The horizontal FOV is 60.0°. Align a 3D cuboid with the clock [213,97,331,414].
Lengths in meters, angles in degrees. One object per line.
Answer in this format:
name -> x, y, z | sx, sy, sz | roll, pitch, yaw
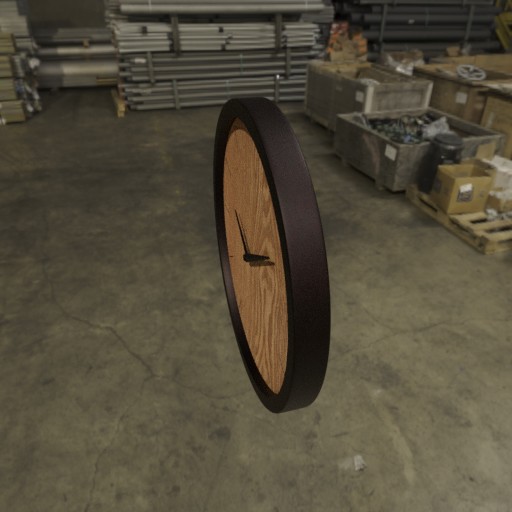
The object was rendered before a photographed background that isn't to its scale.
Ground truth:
clock -> 0.000, 0.000, 0.465 | 0.029, 0.314, 0.314 | -8, 32, -13
